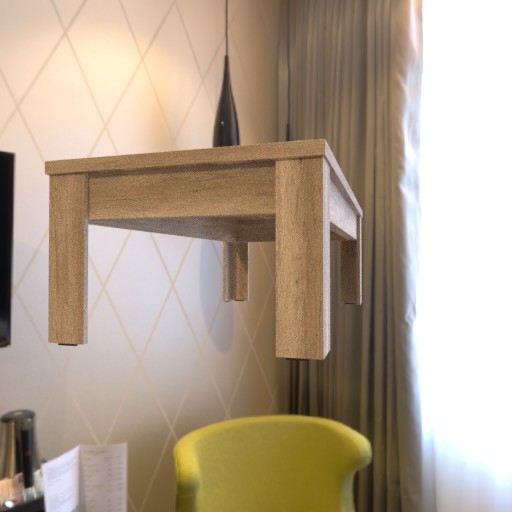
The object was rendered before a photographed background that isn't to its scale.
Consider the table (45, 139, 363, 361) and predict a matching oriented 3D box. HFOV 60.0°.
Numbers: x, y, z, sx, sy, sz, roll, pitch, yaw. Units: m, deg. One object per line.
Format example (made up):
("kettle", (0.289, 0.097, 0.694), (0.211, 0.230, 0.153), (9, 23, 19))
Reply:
("table", (0.000, 0.000, 1.652), (0.700, 0.460, 1.350), (0, -1, 17))
